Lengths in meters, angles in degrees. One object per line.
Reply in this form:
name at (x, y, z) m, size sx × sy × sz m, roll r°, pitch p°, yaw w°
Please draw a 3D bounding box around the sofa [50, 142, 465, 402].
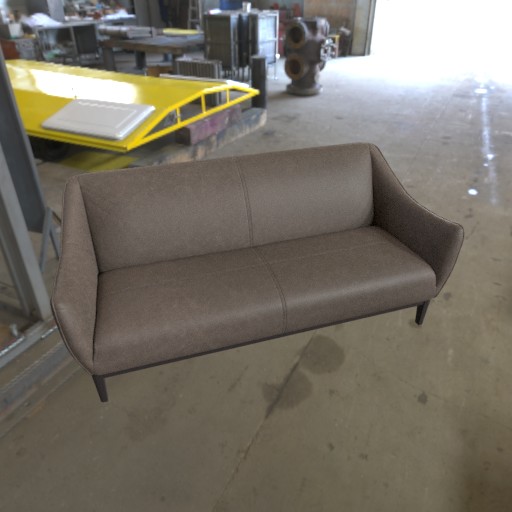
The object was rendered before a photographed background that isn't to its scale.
sofa at (0.000, 0.000, 2.363) m, size 1.928 × 0.831 × 0.869 m, roll -10°, pitch 34°, yaw -15°
